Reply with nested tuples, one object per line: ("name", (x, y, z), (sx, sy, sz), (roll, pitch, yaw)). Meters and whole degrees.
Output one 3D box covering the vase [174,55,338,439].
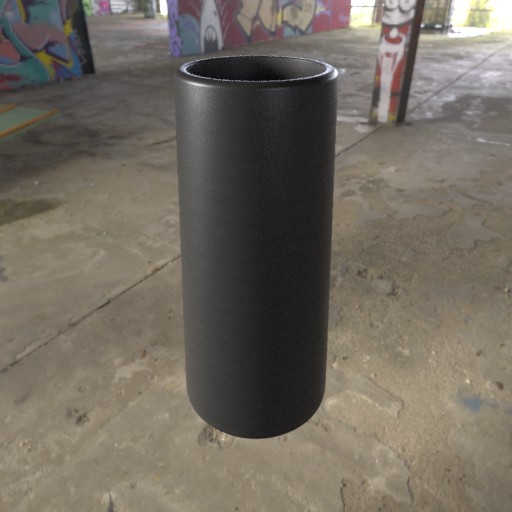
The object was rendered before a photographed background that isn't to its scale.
("vase", (0.000, 0.000, 0.364), (0.136, 0.289, 0.136), (-21, 38, -29))
